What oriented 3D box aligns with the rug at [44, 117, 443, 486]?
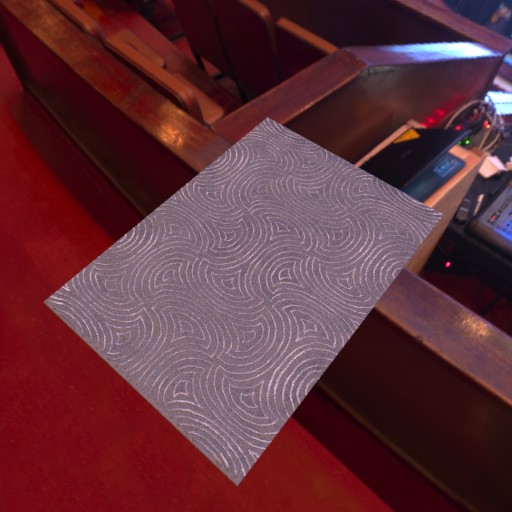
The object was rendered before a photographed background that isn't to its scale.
[{"bbox_3d":[0.000,0.000,2.844,1.543,0.015,2.144,35,64,20],"label":"rug"}]
